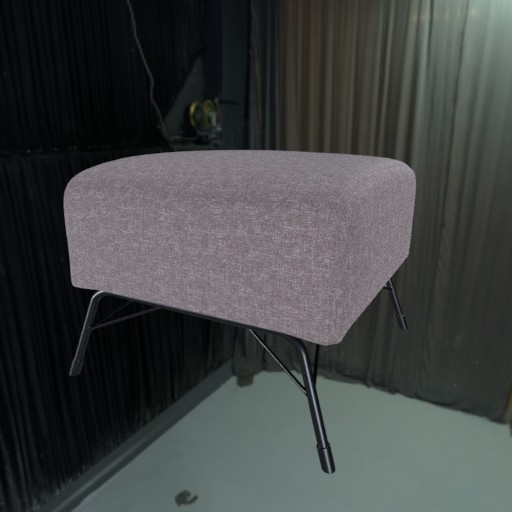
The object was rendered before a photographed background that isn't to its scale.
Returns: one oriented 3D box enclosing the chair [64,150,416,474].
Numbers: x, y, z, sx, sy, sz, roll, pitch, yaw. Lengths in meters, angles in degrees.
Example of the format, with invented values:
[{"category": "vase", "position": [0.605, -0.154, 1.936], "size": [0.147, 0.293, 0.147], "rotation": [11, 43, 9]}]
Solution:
[{"category": "chair", "position": [0.000, 0.000, 0.888], "size": [0.530, 0.410, 0.530], "rotation": [9, 18, 28]}]
